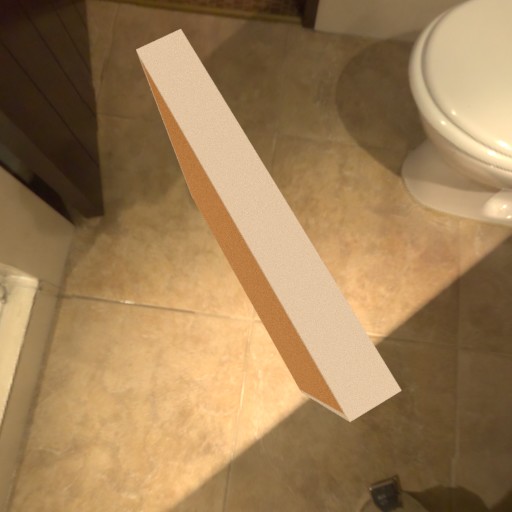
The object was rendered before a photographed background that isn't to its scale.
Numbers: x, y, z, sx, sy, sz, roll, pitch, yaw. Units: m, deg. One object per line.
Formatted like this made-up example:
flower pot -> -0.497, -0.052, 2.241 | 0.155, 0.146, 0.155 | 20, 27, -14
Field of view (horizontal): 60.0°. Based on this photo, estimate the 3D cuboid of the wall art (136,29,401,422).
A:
wall art -> 0.000, 0.000, 0.454 | 0.038, 0.304, 0.305 | -28, 78, -7
